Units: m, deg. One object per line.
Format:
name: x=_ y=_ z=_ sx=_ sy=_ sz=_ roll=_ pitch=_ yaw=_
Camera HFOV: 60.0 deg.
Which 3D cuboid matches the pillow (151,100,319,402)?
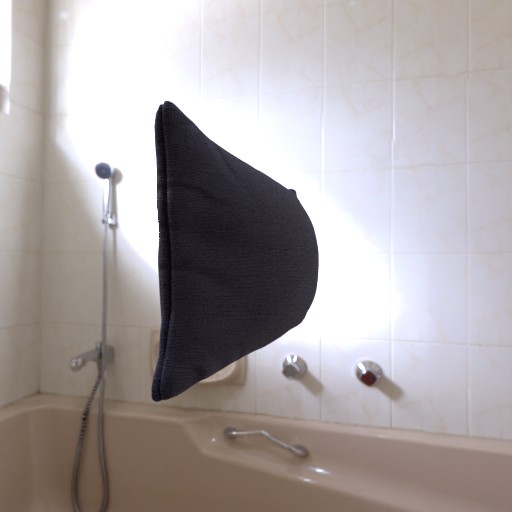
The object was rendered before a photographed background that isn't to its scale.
pillow: x=0.000 y=0.000 z=0.787 sx=0.210 sy=0.338 sz=0.633 roll=0 pitch=-1 yaw=18
